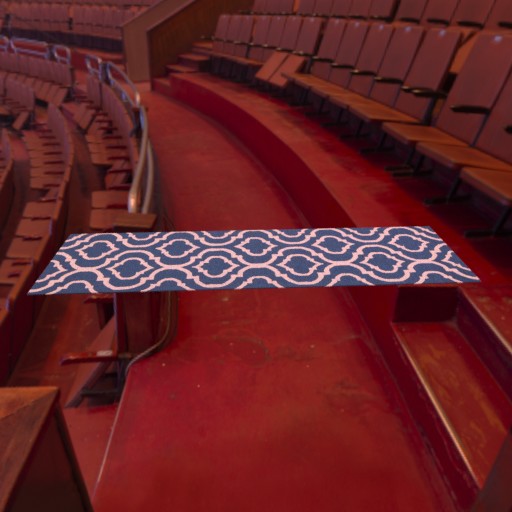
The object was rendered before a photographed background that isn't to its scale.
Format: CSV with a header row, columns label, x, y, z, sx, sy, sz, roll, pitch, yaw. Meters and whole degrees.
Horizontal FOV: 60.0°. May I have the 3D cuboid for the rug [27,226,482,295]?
label,x,y,z,sx,sy,sz,roll,pitch,yaw
rug,0.000,0.000,2.536,2.296,0.006,0.685,-1,29,-3
